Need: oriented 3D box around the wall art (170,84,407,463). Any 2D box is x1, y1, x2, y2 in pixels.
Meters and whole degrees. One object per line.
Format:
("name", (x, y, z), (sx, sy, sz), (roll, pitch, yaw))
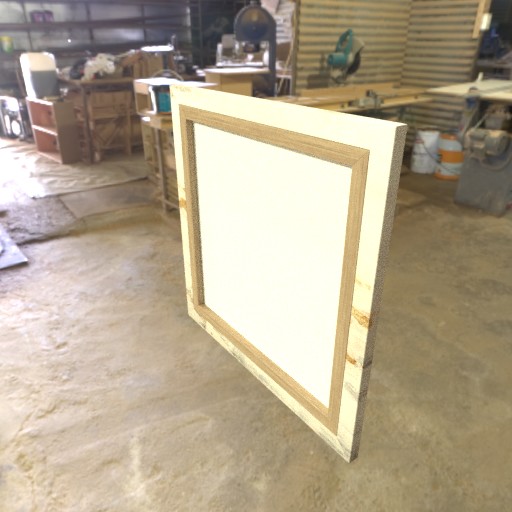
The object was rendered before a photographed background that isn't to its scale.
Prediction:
("wall art", (0.000, 0.000, 1.513), (0.040, 1.018, 1.015), (-19, 32, -32))
